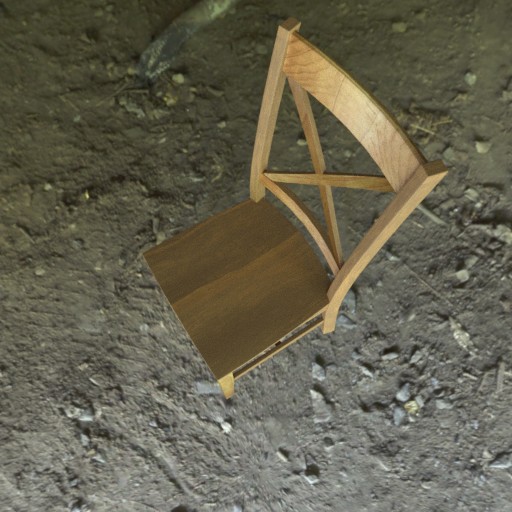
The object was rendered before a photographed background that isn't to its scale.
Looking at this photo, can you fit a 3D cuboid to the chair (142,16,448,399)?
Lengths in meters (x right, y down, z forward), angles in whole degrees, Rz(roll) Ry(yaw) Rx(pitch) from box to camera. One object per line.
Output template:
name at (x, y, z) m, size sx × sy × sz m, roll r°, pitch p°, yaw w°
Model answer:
chair at (0.000, 0.000, 1.252) m, size 0.542 × 0.983 × 0.485 m, roll -30°, pitch 68°, yaw -14°
